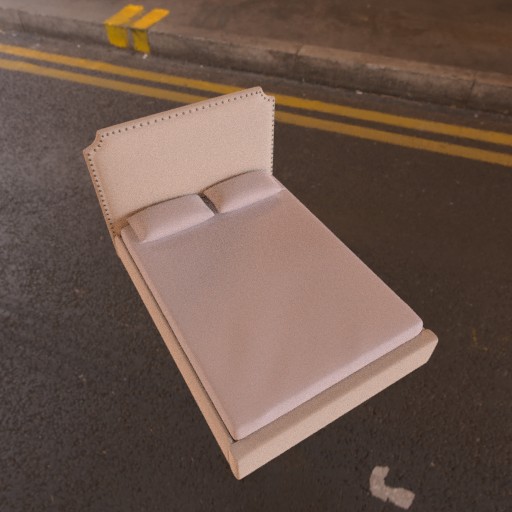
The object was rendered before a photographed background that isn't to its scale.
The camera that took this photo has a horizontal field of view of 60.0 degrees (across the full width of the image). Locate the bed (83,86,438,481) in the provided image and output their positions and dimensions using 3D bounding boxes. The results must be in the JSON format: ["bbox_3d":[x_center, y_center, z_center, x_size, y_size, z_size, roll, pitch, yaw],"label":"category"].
[{"bbox_3d":[0.000,0.000,3.415,1.712,1.443,2.372,-23,51,-21],"label":"bed"}]
